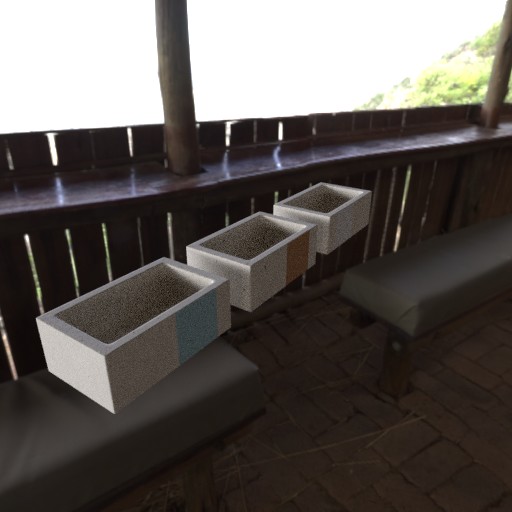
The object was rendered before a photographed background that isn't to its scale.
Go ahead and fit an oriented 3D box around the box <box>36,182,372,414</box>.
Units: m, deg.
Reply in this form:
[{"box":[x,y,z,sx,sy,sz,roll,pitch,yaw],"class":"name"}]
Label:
[{"box":[0.000,0.000,0.493,0.082,0.051,0.461,16,30,31],"class":"box"}]
